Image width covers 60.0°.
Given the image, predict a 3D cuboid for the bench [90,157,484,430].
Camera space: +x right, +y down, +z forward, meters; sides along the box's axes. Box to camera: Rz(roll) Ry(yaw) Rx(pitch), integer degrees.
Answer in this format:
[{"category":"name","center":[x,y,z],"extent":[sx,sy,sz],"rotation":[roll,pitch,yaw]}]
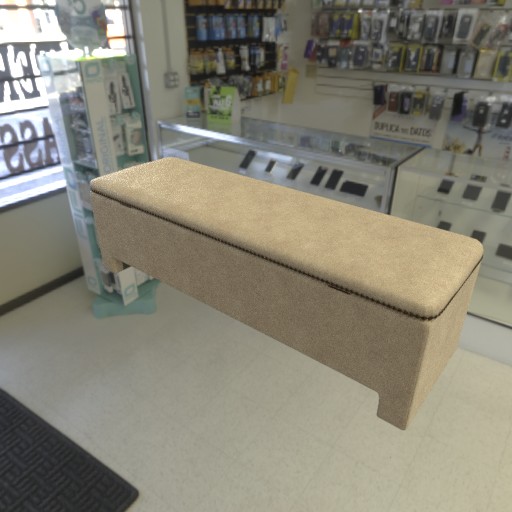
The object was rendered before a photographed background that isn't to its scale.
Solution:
[{"category":"bench","center":[0.000,0.000,1.716],"extent":[1.482,0.447,0.470],"rotation":[21,35,33]}]
